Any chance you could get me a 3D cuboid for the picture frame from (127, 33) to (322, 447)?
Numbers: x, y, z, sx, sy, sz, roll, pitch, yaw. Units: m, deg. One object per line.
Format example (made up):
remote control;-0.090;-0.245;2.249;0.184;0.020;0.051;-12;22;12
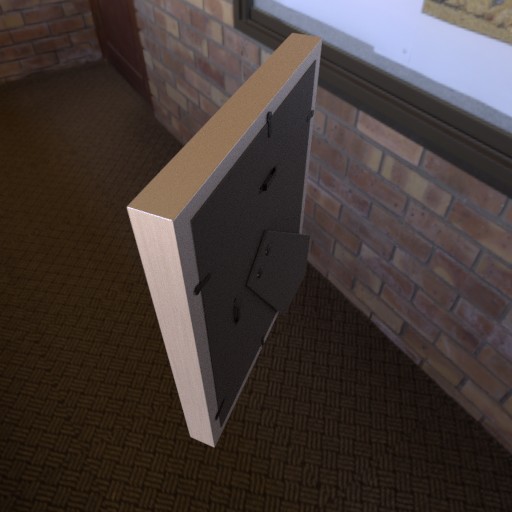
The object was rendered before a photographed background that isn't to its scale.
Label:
picture frame;0.000;0.000;0.381;0.036;0.282;0.233;17;49;15
